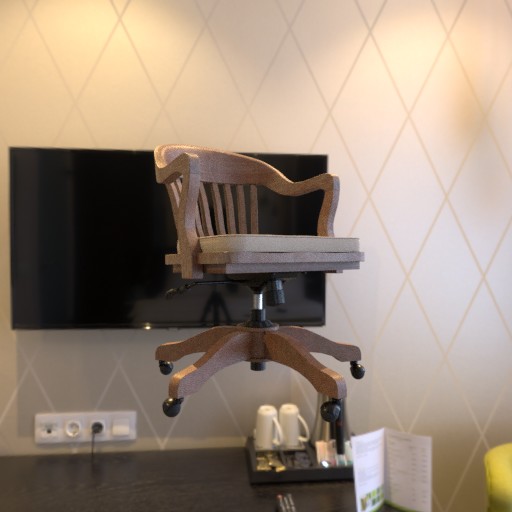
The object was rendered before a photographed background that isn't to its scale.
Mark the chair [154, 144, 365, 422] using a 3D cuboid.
[{"bbox_3d":[0.000,0.000,1.489,0.750,0.878,0.788,0,1,-36],"label":"chair"}]
